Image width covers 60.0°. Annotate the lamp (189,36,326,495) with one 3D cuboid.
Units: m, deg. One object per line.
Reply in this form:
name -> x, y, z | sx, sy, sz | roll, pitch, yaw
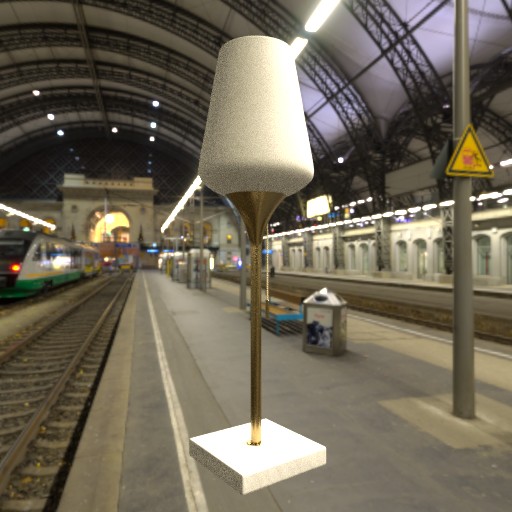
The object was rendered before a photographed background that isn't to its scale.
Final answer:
lamp -> 0.000, 0.000, 0.697 | 0.181, 0.639, 0.181 | 0, -1, -36
